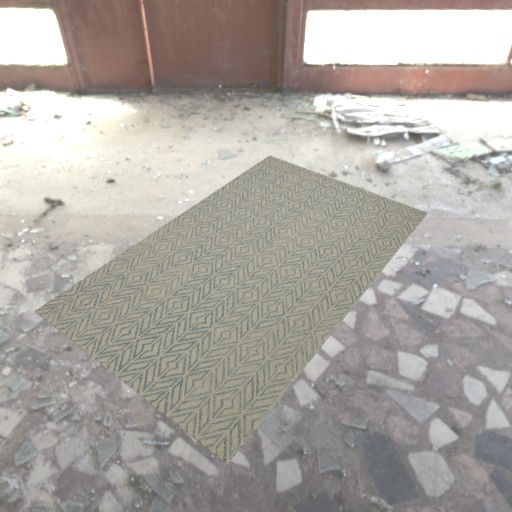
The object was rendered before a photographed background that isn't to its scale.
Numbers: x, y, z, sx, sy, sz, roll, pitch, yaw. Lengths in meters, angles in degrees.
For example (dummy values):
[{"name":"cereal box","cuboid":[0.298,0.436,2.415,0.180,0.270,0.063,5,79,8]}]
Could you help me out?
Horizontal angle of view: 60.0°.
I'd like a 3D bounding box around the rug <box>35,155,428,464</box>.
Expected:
[{"name":"rug","cuboid":[0.000,0.000,3.081,1.526,0.008,2.441,27,48,27]}]
